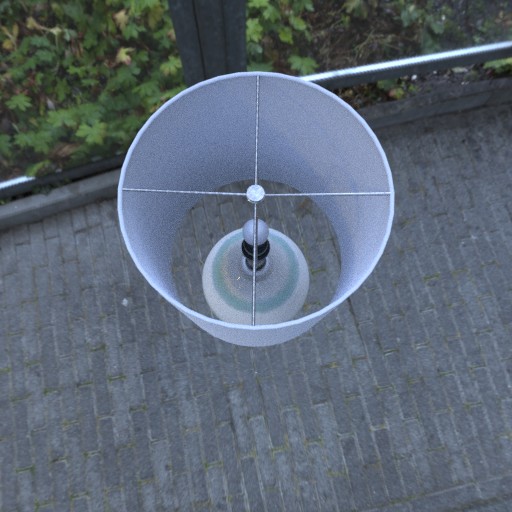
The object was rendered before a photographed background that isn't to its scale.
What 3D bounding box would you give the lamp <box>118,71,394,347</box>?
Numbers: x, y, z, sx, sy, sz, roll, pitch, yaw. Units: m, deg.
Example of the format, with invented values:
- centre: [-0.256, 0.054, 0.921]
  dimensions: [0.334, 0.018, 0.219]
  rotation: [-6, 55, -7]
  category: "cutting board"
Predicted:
- centre: [0.000, 0.000, 0.542]
  dimensions: [0.217, 0.404, 0.217]
  rotation: [1, 75, 0]
  category: "lamp"
